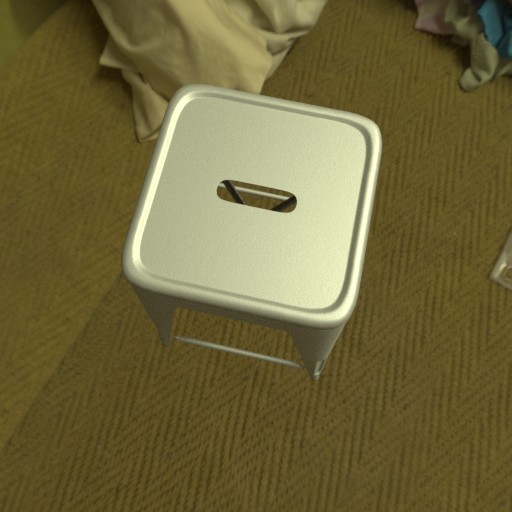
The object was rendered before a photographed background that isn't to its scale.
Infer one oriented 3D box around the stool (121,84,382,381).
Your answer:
[{"bbox_3d":[0.000,0.000,0.875,0.406,0.610,0.406,12,75,3],"label":"stool"}]
